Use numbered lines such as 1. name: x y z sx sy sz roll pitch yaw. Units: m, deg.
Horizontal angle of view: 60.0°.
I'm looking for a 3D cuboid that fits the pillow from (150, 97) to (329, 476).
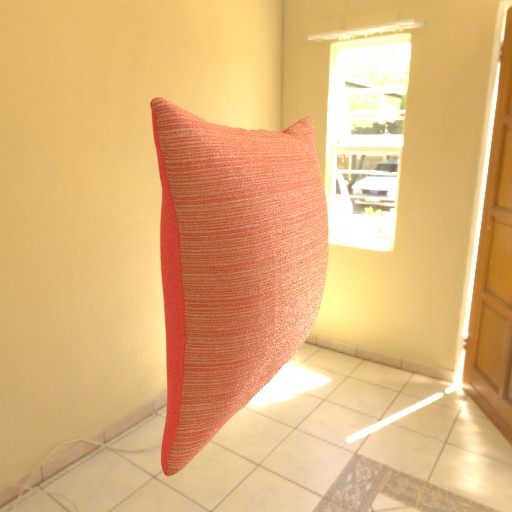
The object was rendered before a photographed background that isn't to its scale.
1. pillow: 0.000 0.000 0.788 0.229 0.501 0.559 7 16 25
